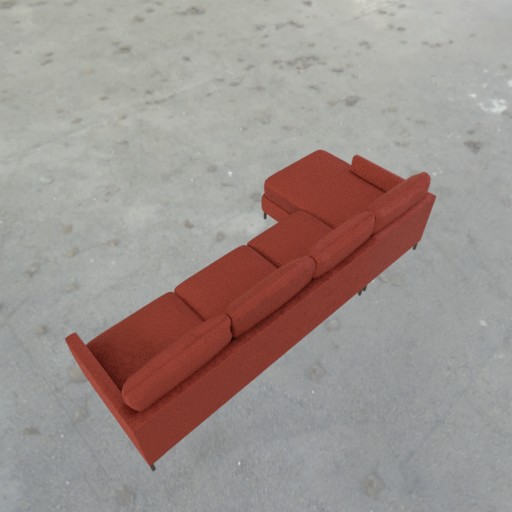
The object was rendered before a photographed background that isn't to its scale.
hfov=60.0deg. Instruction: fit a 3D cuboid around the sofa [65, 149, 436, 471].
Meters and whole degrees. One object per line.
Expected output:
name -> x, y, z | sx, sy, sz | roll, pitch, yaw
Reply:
sofa -> 0.000, 0.000, 4.002 | 3.400, 0.967, 1.500 | -33, 55, -28
